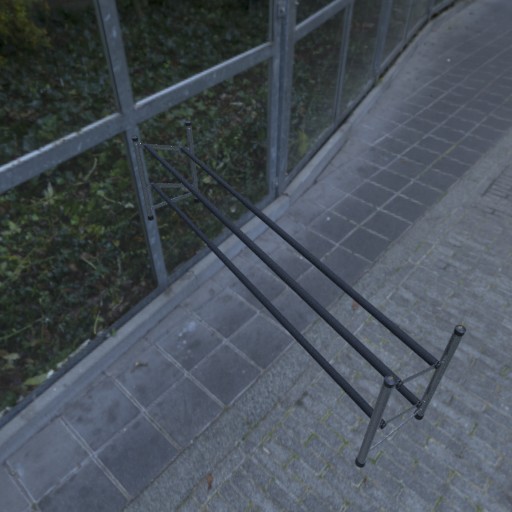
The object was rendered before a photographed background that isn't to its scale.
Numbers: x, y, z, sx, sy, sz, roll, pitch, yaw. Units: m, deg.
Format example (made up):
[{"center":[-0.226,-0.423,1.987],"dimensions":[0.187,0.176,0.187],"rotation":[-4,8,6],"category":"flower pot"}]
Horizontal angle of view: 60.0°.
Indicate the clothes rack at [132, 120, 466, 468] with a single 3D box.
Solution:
[{"center":[0.000,0.000,1.311],"dimensions":[0.229,0.349,1.168],"rotation":[-25,48,-25],"category":"clothes rack"}]
